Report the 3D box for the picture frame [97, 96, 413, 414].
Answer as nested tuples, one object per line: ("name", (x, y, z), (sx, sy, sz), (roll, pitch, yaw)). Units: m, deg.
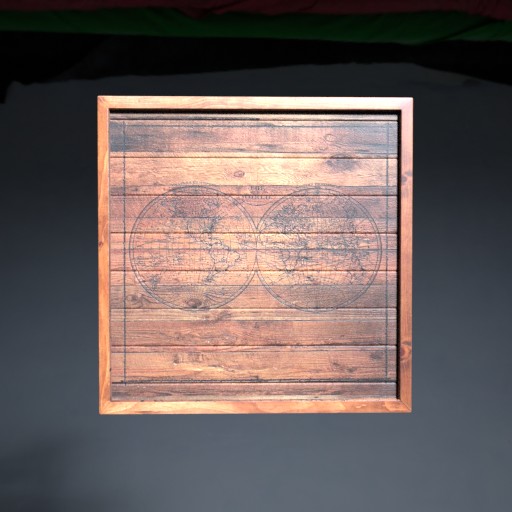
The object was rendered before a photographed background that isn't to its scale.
("picture frame", (0.000, 0.000, 1.156), (0.810, 0.817, 0.029), (0, 1, -1))
